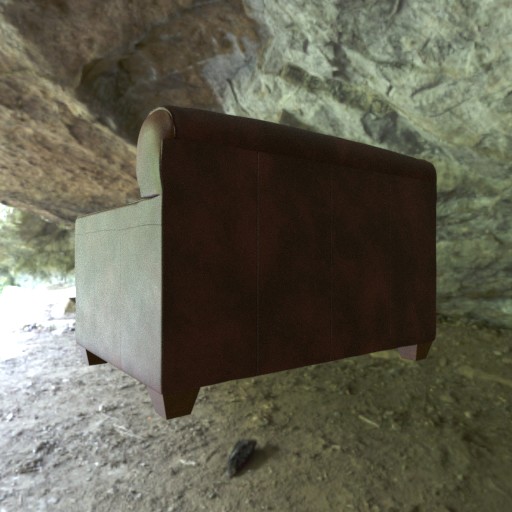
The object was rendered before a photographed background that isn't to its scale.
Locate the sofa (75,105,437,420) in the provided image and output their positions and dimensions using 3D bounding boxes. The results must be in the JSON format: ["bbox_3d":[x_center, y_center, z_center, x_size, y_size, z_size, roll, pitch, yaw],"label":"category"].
[{"bbox_3d":[0.000,0.000,2.033,1.413,0.956,1.000,0,0,-36],"label":"sofa"}]
